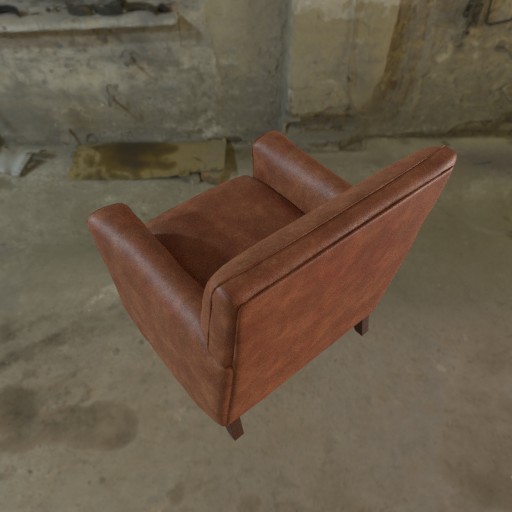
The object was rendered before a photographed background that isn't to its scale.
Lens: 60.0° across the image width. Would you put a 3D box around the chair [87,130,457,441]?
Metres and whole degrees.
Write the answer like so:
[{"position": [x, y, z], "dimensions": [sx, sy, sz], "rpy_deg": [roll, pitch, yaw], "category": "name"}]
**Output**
[{"position": [0.000, 0.000, 1.593], "dimensions": [0.870, 0.943, 0.823], "rpy_deg": [-31, 54, -26], "category": "chair"}]
